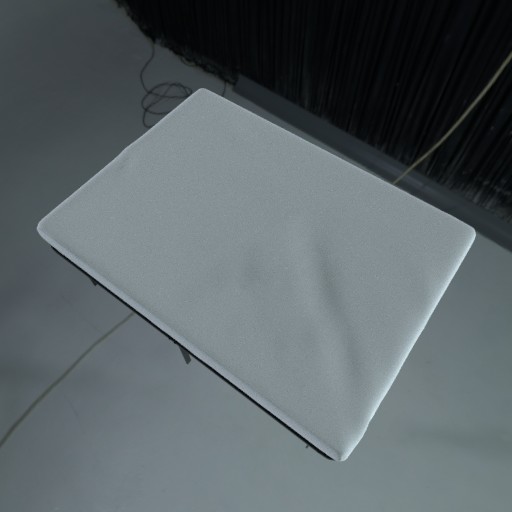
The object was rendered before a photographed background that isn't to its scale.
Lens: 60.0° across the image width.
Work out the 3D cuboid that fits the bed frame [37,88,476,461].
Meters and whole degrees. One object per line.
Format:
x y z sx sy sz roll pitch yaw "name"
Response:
0.000 0.000 2.536 1.905 0.637 1.372 33 65 18 "bed frame"
